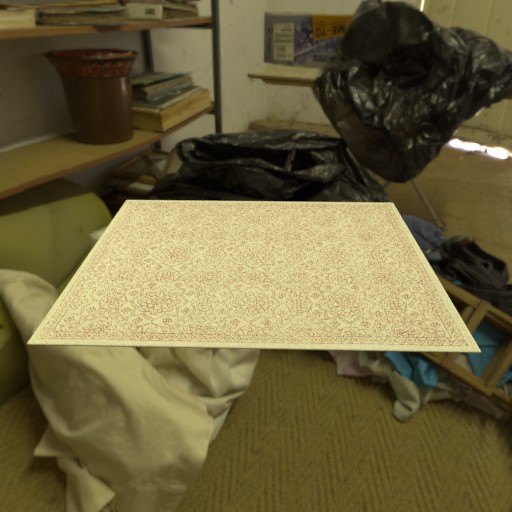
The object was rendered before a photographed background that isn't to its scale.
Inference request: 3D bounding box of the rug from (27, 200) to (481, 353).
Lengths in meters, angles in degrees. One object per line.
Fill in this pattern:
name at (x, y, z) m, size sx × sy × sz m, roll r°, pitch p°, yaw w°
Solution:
rug at (0.000, 0.000, 4.019) m, size 3.050 × 0.015 × 2.441 m, roll 1°, pitch 31°, yaw 1°
